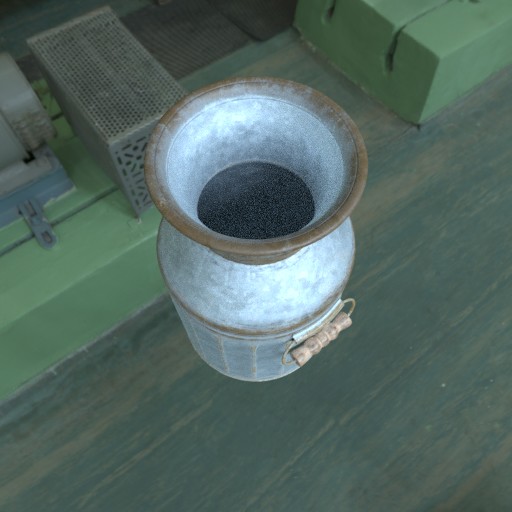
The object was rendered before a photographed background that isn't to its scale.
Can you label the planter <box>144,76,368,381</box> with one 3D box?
[{"bbox_3d":[0.000,0.000,0.509,0.215,0.358,0.248,-36,69,-16],"label":"planter"}]
